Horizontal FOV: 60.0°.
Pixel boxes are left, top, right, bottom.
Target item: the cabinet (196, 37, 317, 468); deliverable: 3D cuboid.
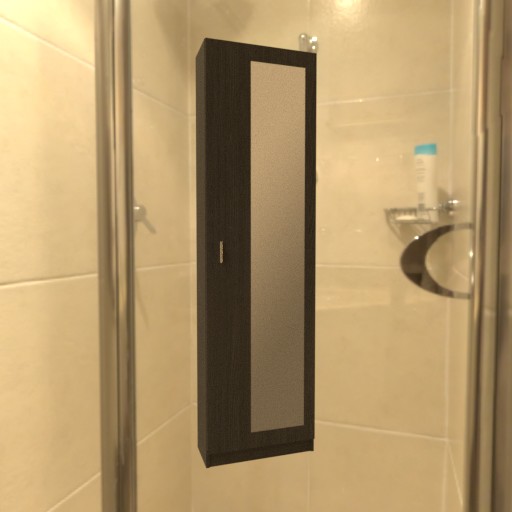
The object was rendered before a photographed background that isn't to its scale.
[{"bbox_3d":[0.000,0.000,2.005,0.500,1.790,0.230,-1,2,-18],"label":"cabinet"}]
